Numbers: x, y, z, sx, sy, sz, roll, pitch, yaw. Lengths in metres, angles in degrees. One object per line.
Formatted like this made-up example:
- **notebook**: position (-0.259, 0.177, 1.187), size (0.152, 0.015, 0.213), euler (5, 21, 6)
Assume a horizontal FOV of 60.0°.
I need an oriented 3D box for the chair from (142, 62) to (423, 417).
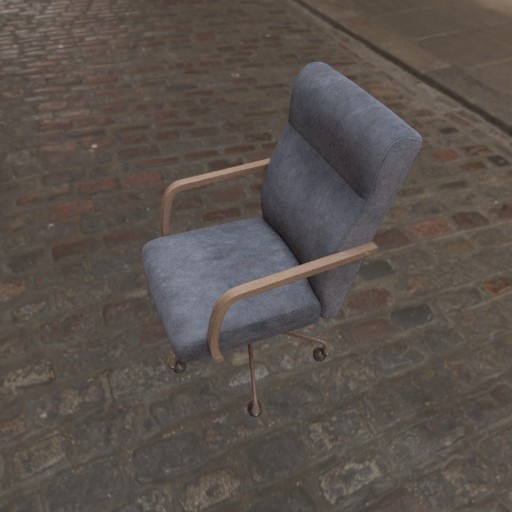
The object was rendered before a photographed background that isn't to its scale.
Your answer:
- **chair**: position (0.000, 0.000, 1.489), size (0.741, 1.029, 0.640), euler (-17, 48, -16)
